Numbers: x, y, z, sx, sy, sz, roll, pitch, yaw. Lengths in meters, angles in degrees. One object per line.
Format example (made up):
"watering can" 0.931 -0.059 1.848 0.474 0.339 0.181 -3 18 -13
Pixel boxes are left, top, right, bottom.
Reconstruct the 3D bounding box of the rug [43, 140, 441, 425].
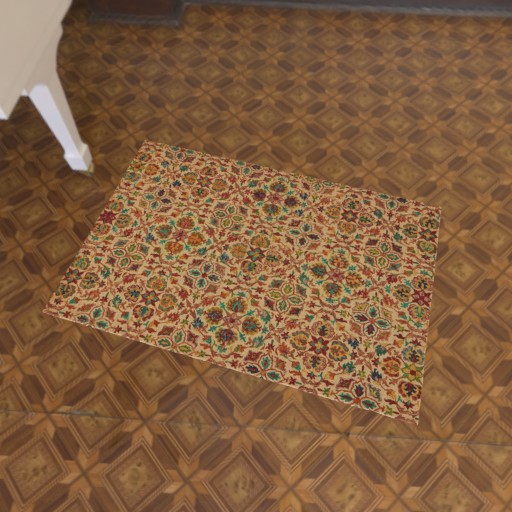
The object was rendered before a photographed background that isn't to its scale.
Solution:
"rug" 0.000 0.000 2.949 2.297 0.018 1.541 15 60 9
